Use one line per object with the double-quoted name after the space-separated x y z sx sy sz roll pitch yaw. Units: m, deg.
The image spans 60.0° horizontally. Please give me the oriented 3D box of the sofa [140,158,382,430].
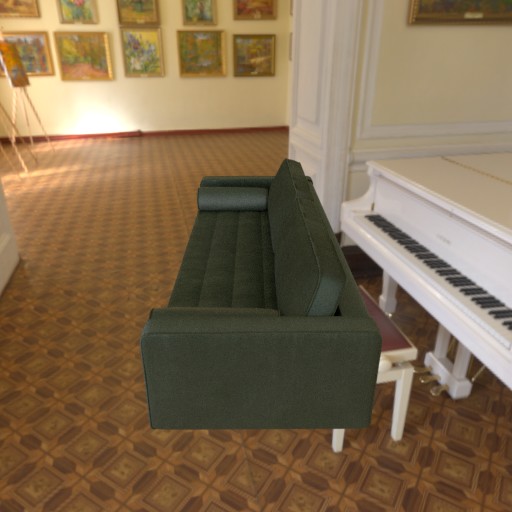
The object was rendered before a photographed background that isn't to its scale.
0.000 0.000 2.674 0.918 0.769 2.199 0 25 0 "sofa"
